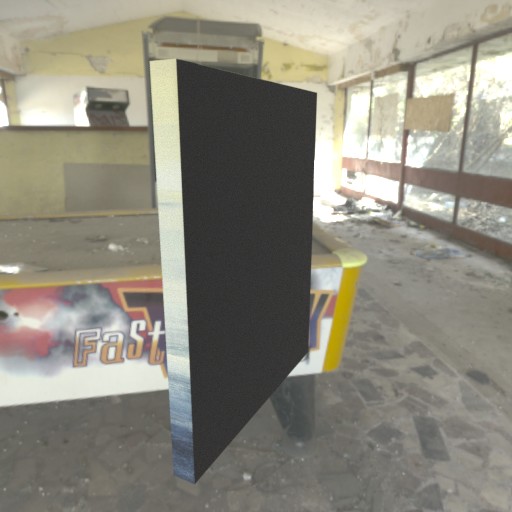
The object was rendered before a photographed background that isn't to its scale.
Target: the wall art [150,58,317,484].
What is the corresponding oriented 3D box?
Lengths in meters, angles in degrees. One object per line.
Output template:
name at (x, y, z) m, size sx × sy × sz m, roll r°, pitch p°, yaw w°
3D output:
wall art at (0.000, 0.000, 0.823) m, size 0.040 × 0.608 × 0.489 m, roll 8°, pitch 17°, yaw 26°
